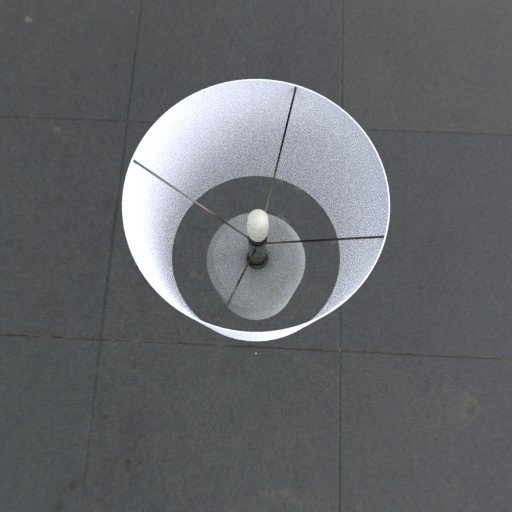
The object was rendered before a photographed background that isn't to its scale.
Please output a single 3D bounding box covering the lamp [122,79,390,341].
[{"bbox_3d":[0.000,0.000,0.544,0.206,0.416,0.206,17,78,4],"label":"lamp"}]
